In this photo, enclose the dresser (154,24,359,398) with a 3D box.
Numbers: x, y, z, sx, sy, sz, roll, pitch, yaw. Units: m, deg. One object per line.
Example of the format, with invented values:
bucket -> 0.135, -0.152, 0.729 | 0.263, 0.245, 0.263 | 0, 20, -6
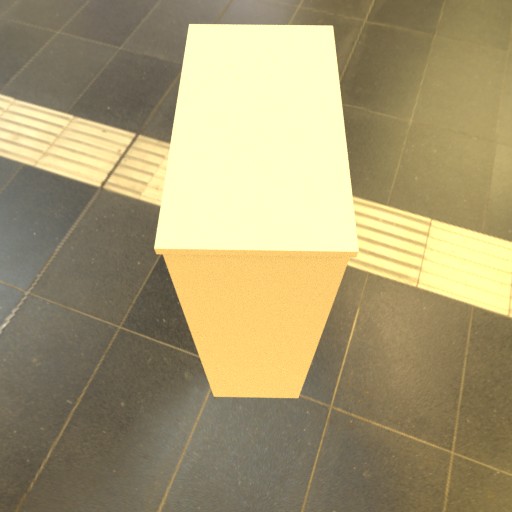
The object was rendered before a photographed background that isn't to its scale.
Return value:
dresser -> 0.000, 0.000, 1.553 | 0.399, 1.255, 0.704 | 1, 60, 1
